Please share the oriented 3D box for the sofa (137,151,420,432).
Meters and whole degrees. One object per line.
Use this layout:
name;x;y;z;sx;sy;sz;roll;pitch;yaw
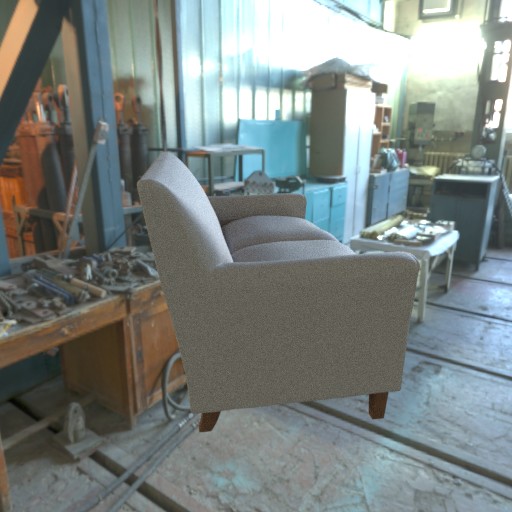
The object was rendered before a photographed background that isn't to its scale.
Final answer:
sofa;0.000;0.000;2.068;0.888;0.890;1.482;-3;16;-9
